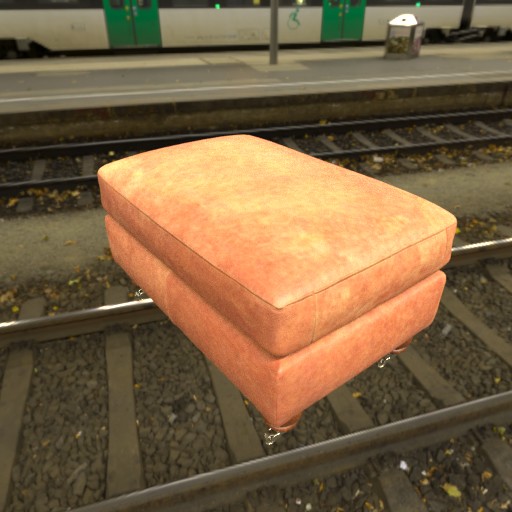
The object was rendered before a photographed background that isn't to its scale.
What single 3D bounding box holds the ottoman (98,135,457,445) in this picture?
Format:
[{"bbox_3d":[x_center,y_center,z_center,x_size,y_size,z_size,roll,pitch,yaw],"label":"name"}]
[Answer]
[{"bbox_3d":[0.000,0.000,1.222,0.565,0.507,0.852,-22,37,-32],"label":"ottoman"}]
